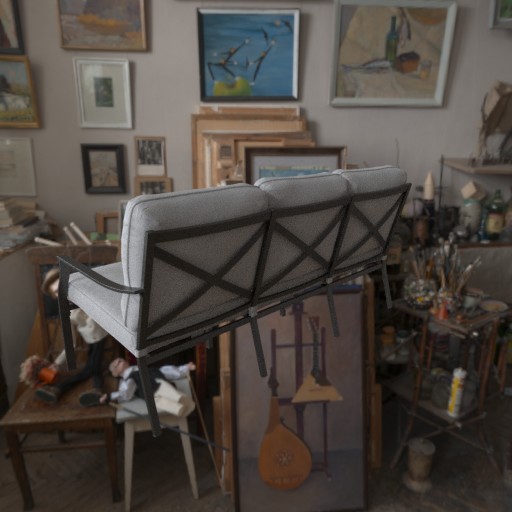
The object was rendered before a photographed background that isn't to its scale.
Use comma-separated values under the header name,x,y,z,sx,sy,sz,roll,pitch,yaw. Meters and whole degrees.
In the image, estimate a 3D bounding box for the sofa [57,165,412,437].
name,x,y,z,sx,sy,sz,roll,pitch,yaw
sofa,0.000,0.000,2.240,1.740,0.860,0.787,-16,23,-42
